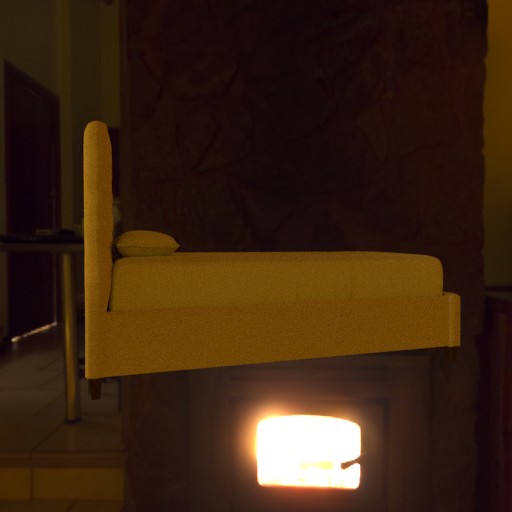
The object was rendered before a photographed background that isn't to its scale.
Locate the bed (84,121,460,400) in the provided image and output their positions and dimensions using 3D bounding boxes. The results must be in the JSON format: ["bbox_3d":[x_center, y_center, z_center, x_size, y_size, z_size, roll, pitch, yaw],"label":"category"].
[{"bbox_3d":[0.000,0.000,3.404,2.387,1.427,1.698,0,1,-19],"label":"bed"}]
